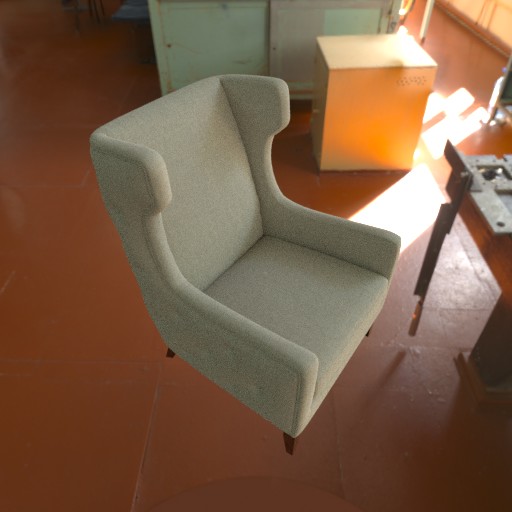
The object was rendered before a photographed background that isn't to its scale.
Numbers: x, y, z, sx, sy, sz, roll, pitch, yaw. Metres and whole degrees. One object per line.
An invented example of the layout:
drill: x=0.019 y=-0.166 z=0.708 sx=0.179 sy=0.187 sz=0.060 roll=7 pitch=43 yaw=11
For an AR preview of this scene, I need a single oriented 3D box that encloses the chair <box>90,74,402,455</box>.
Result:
chair: x=0.000 y=0.000 z=1.687 sx=0.899 sy=1.079 sz=0.778 roll=25 pitch=48 yaw=25
